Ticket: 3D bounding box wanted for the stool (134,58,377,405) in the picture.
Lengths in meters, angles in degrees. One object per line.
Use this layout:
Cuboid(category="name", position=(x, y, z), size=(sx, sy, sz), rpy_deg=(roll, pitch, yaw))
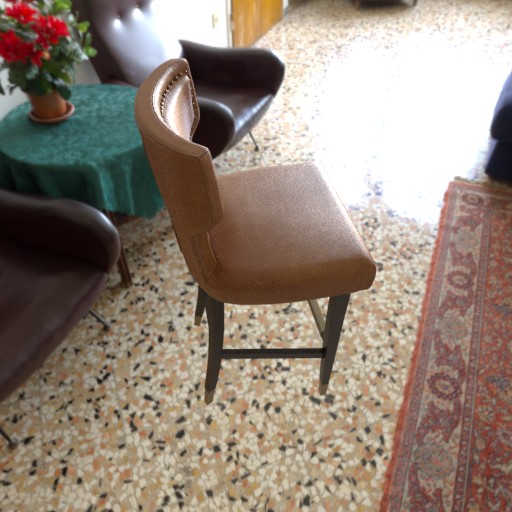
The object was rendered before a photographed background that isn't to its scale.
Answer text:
Cuboid(category="stool", position=(0.000, 0.000, 1.412), size=(0.563, 1.092, 0.526), rpy_deg=(-8, 46, -8))
